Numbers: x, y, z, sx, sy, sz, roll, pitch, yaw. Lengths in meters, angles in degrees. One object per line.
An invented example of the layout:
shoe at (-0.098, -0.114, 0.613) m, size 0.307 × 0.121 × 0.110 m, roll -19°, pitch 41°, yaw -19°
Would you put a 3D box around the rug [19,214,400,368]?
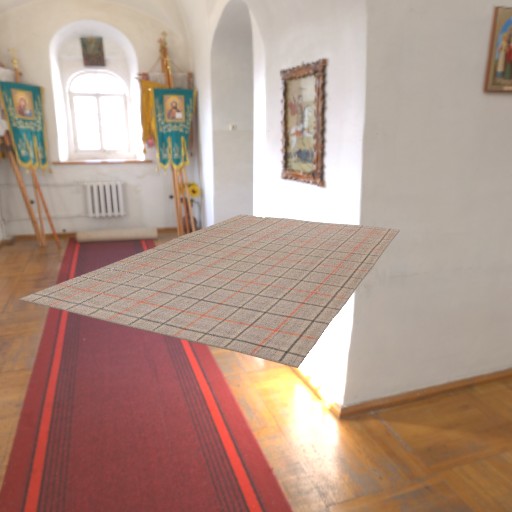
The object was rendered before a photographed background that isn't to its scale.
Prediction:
rug at (0.000, 0.000, 3.011) m, size 1.524 × 0.015 × 2.439 m, roll 8°, pitch 18°, yaw 25°
